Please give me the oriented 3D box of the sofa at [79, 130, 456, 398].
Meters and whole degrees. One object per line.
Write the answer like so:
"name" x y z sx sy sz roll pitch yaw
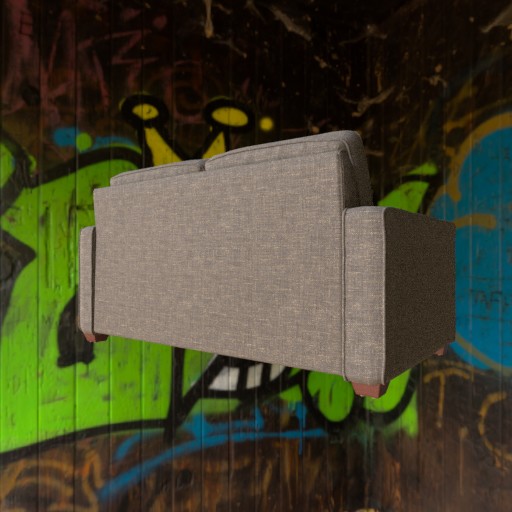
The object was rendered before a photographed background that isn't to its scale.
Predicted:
"sofa" 0.000 0.000 2.237 1.709 0.918 0.947 0 0 37
